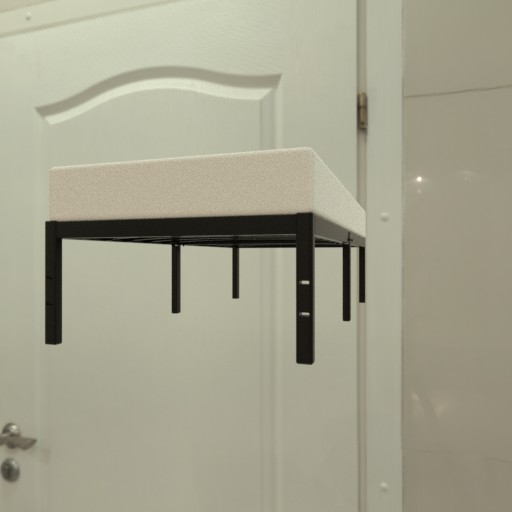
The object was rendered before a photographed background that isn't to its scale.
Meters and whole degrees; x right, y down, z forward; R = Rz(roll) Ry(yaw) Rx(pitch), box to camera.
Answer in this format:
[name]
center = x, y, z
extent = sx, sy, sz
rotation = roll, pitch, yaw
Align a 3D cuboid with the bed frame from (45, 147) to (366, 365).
[bed frame]
center = 0.000, 0.000, 2.407
extent = 1.023, 0.659, 1.950
rotation = 0, 0, 18
